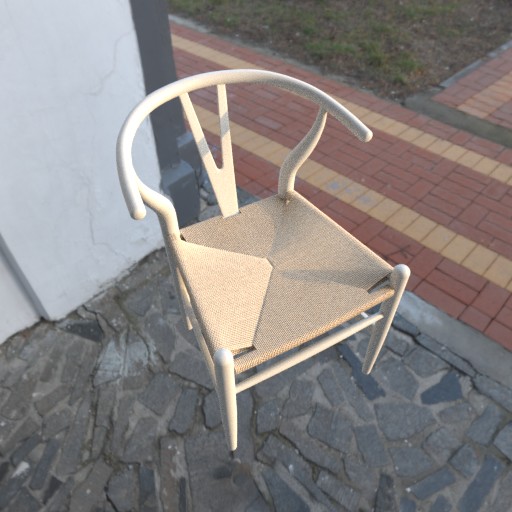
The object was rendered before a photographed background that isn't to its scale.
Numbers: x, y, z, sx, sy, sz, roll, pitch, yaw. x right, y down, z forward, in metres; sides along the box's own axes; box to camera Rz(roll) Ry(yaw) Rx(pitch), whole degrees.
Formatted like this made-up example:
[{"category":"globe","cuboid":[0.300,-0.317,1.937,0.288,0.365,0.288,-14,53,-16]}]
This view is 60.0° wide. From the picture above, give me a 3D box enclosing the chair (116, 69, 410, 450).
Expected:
[{"category":"chair","cuboid":[0.000,0.000,1.141,0.569,0.730,0.579,-22,50,-20]}]
